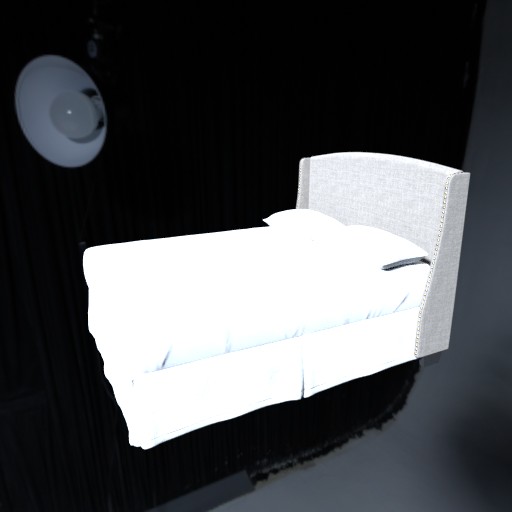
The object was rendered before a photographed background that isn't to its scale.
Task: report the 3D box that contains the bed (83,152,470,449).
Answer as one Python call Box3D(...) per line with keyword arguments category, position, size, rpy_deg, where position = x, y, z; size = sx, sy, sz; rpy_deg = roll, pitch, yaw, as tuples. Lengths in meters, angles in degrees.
Box3D(category="bed", position=(0.000, 0.000, 3.219), size=(2.237, 1.407, 1.710), rpy_deg=(-8, 18, -26))
